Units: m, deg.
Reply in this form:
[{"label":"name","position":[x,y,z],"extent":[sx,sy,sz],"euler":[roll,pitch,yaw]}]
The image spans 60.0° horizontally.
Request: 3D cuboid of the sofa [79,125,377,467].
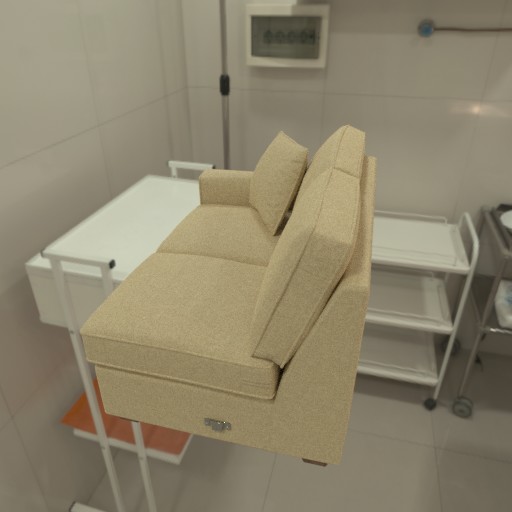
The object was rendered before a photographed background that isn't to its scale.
[{"label":"sofa","position":[0.000,0.000,2.037],"extent":[0.991,0.989,1.388],"euler":[7,31,12]}]
